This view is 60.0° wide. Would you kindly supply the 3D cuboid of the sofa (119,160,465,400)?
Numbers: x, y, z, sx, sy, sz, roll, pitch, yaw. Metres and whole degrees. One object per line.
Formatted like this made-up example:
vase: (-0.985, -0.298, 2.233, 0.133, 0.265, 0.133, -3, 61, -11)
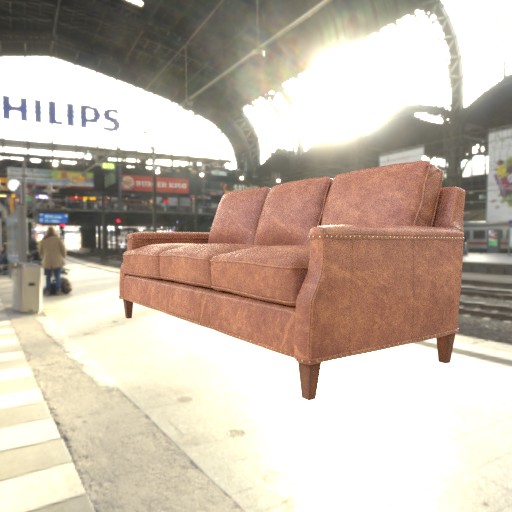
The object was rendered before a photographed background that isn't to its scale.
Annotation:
sofa: (0.000, 0.000, 2.811, 1.084, 1.003, 2.246, -1, 3, -34)
